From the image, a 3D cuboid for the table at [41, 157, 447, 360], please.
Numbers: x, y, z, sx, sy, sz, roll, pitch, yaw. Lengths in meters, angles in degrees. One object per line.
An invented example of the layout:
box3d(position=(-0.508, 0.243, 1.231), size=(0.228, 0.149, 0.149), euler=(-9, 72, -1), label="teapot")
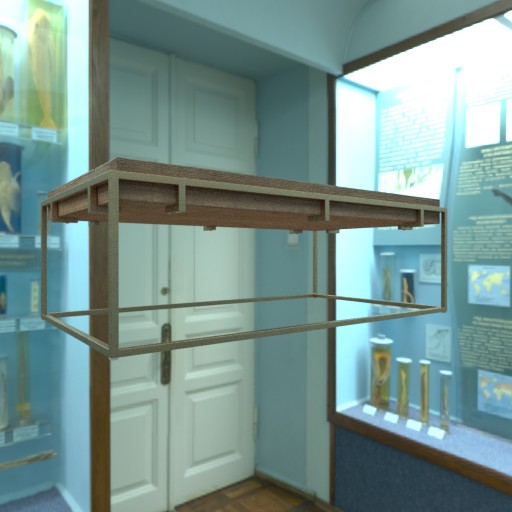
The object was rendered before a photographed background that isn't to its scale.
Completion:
box3d(position=(0.000, 0.000, 1.723), size=(1.387, 0.468, 0.775), euler=(0, 0, -36), label="table")
